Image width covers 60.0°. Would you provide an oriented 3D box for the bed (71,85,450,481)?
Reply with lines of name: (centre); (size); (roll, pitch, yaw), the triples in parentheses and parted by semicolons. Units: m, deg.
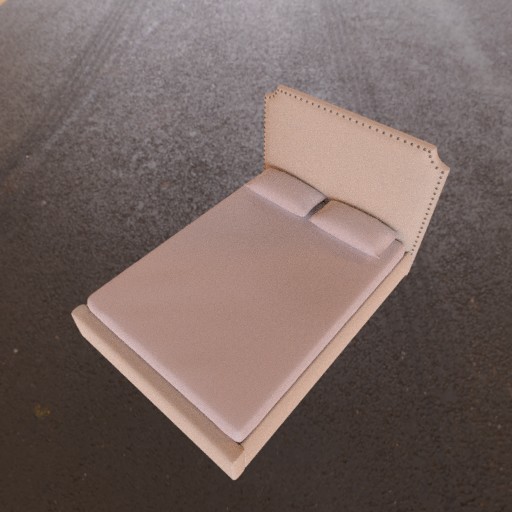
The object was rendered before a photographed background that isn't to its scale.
bed: (0.000, 0.000, 3.401); (1.712, 1.443, 2.372); (32, 55, 26)
